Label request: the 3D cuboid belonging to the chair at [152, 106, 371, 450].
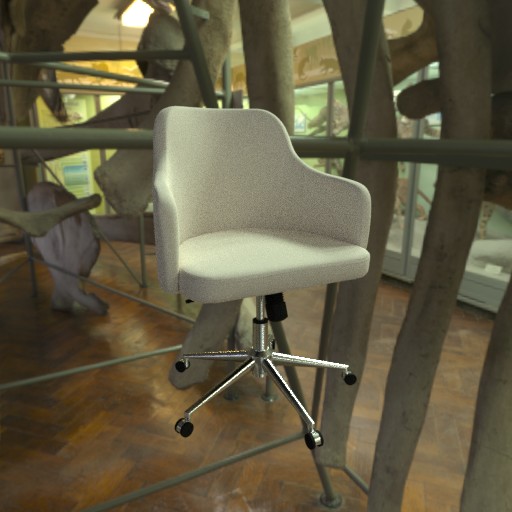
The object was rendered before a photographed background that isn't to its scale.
[{"bbox_3d":[0.000,0.000,1.239,0.602,0.819,0.647,-7,16,-26],"label":"chair"}]
